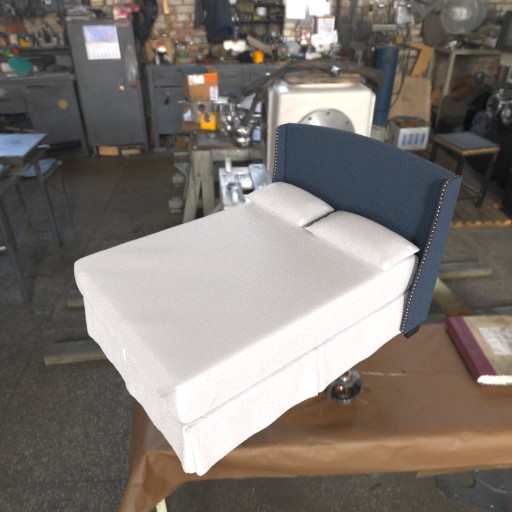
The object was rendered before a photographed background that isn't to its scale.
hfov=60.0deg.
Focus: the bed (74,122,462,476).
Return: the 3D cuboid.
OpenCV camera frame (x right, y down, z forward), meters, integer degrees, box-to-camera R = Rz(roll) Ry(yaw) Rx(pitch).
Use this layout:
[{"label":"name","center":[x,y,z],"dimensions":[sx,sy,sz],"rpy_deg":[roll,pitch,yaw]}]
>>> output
[{"label":"bed","center":[0.000,0.000,3.277],"dimensions":[2.237,1.407,1.710],"rpy_deg":[-23,38,-32]}]
